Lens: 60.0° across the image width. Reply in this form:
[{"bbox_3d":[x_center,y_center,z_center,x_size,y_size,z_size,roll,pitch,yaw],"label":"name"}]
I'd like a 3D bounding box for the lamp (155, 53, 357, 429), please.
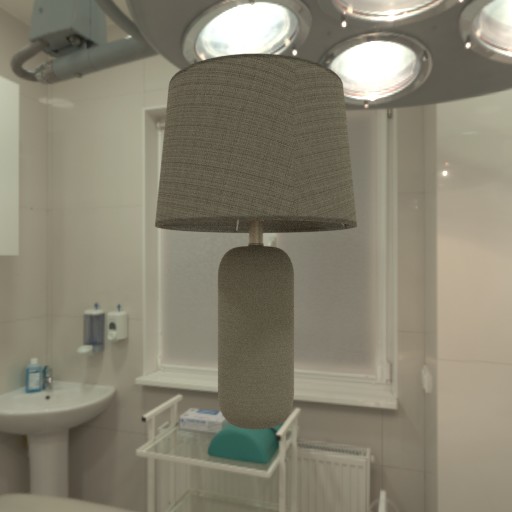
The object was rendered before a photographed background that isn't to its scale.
[{"bbox_3d":[0.000,0.000,0.825,0.367,0.609,0.367,0,0,0],"label":"lamp"}]
